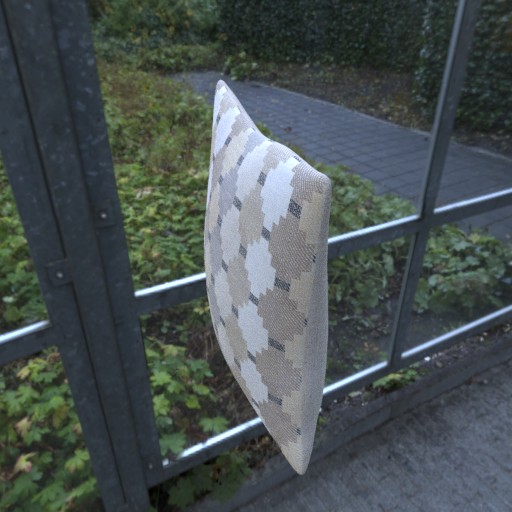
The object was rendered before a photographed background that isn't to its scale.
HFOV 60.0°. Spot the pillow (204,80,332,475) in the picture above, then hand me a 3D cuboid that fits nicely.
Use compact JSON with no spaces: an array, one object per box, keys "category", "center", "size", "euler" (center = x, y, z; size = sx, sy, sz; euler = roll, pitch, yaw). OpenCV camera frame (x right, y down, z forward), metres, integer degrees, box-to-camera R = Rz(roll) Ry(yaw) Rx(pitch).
[{"category":"pillow","center":[0.000,0.000,0.859],"size":[0.192,0.558,0.578],"euler":[-8,32,-14]}]
